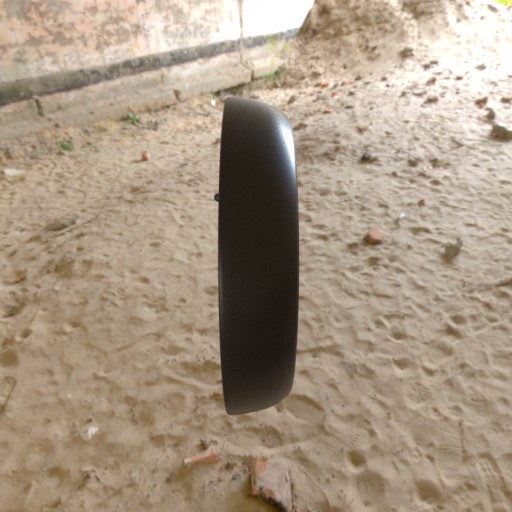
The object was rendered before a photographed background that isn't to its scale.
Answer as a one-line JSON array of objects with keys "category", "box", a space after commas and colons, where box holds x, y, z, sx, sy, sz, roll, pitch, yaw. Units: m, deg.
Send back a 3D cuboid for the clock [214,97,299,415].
[{"category": "clock", "box": [0.000, 0.000, 0.444, 0.060, 0.300, 0.300, 0, 33, 0]}]
